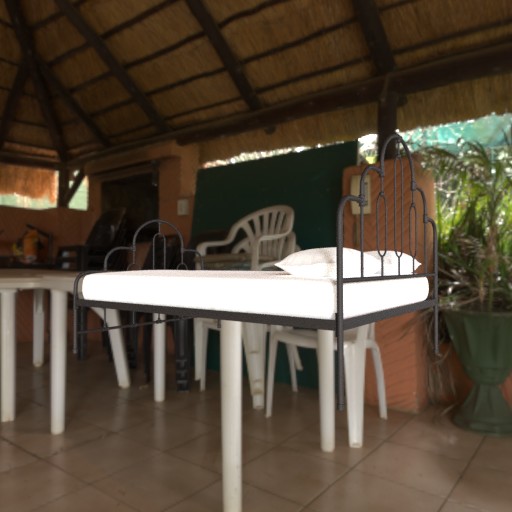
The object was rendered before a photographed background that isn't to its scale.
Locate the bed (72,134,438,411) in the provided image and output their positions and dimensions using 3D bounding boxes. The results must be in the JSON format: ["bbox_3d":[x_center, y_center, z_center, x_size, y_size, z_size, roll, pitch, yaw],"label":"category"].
[{"bbox_3d":[0.000,0.000,3.279,2.163,1.429,1.640,-1,-1,37],"label":"bed"}]
